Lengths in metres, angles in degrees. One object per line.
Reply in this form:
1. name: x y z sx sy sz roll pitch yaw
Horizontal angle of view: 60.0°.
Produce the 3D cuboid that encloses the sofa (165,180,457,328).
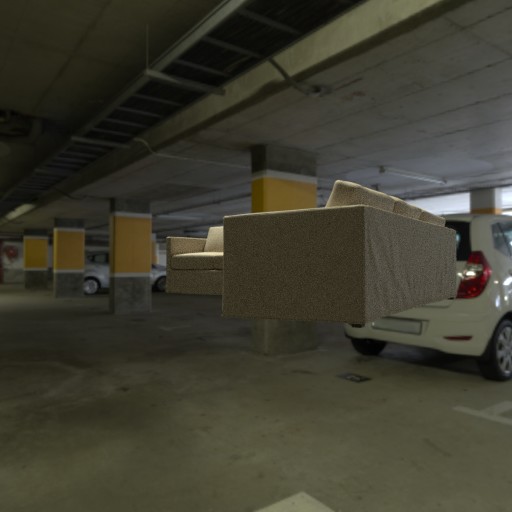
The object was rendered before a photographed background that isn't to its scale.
1. sofa: 0.000 0.000 4.326 3.182 0.871 2.432 -1 -1 36
